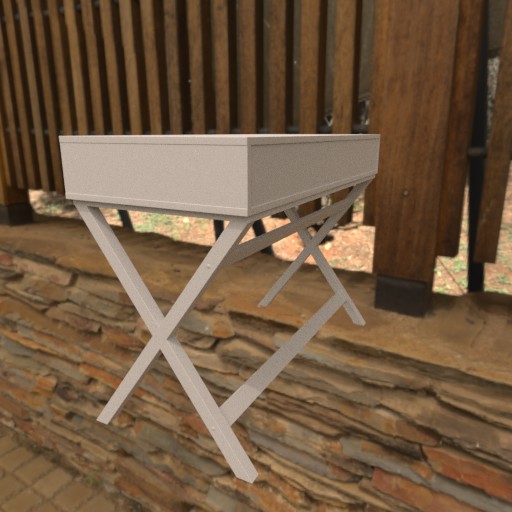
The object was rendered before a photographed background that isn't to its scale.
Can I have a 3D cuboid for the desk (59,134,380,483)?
[{"bbox_3d":[0.000,0.000,1.482,0.525,0.780,1.057,8,18,27],"label":"desk"}]
